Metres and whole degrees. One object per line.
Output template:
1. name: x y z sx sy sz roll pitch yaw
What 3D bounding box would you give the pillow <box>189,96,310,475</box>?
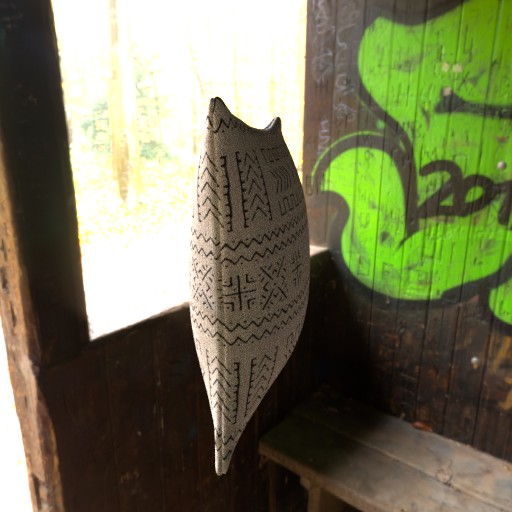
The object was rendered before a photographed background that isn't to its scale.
1. pillow: 0.000 0.000 0.677 0.164 0.430 0.438 3 16 10
